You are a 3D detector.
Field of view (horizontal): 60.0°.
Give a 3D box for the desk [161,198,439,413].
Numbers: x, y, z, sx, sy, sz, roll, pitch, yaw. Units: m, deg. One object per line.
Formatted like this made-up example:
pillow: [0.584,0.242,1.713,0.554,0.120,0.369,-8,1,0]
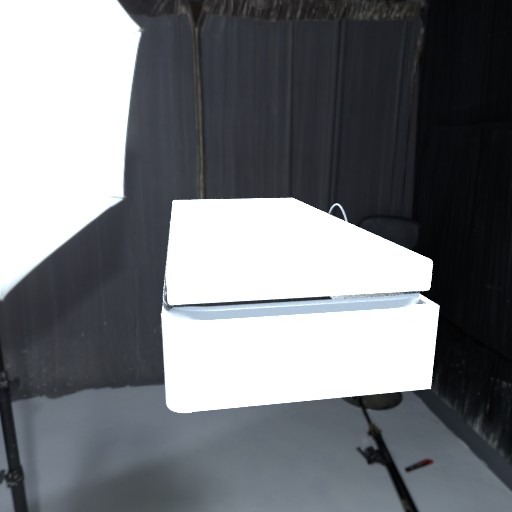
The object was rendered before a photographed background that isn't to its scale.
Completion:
desk: [0.000,0.000,2.305,0.900,0.526,1.900,-2,14,-9]
